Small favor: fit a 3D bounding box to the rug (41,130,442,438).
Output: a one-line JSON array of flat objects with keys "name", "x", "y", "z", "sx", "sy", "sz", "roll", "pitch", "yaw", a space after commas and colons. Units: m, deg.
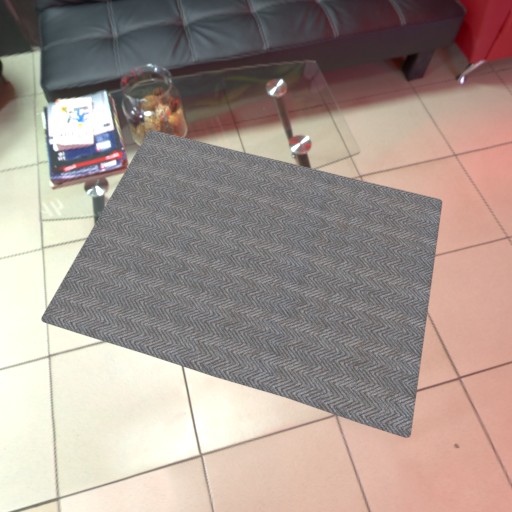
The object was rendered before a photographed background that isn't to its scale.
[{"name": "rug", "x": 0.000, "y": 0.000, "z": 5.131, "sx": 3.957, "sy": 0.011, "sz": 2.894, "roll": 15, "pitch": 63, "yaw": 8}]
